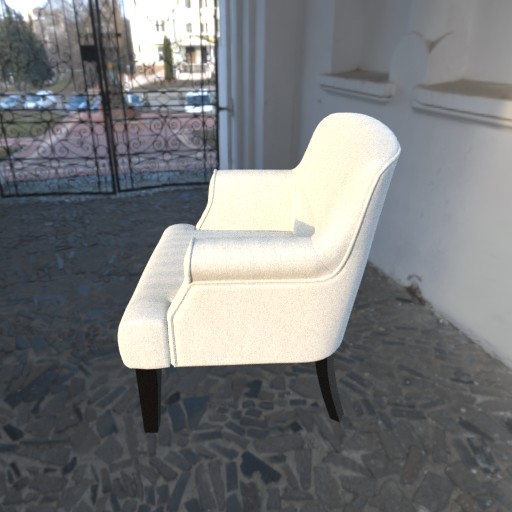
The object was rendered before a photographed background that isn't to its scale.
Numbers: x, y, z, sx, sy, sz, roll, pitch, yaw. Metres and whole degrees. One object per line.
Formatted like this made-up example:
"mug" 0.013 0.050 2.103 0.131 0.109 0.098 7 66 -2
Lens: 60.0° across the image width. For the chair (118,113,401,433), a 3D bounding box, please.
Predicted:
"chair" 0.000 0.000 1.473 0.750 0.875 0.781 0 25 0
